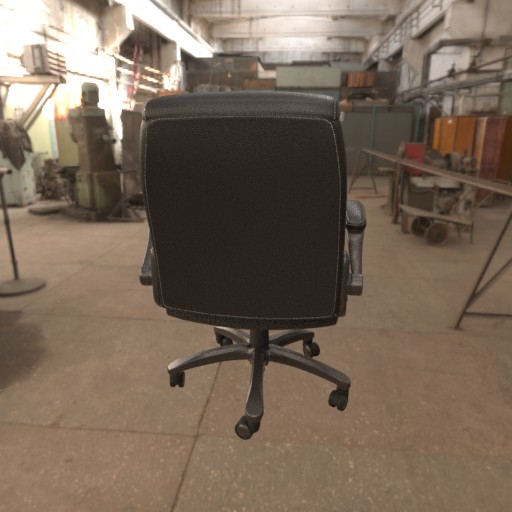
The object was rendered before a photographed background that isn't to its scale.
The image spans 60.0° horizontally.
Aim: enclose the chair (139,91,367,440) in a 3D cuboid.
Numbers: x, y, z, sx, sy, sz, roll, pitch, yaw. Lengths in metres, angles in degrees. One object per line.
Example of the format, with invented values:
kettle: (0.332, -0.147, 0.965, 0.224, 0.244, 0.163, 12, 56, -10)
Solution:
chair: (0.000, 0.000, 1.649, 0.782, 1.110, 0.724, 2, 16, 8)
